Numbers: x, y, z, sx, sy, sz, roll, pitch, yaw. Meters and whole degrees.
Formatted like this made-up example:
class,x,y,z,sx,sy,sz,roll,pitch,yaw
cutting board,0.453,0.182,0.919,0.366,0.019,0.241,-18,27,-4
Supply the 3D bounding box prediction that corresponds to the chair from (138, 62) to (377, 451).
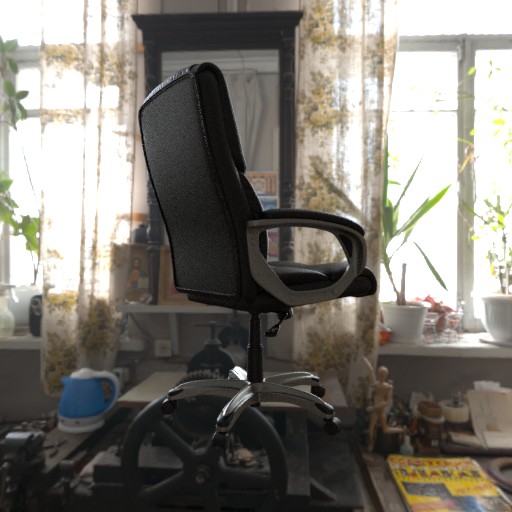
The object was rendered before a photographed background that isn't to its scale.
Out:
class,x,y,z,sx,sy,sz,roll,pitch,yaw
chair,0.000,0.000,1.627,0.739,1.155,0.663,0,0,-36
